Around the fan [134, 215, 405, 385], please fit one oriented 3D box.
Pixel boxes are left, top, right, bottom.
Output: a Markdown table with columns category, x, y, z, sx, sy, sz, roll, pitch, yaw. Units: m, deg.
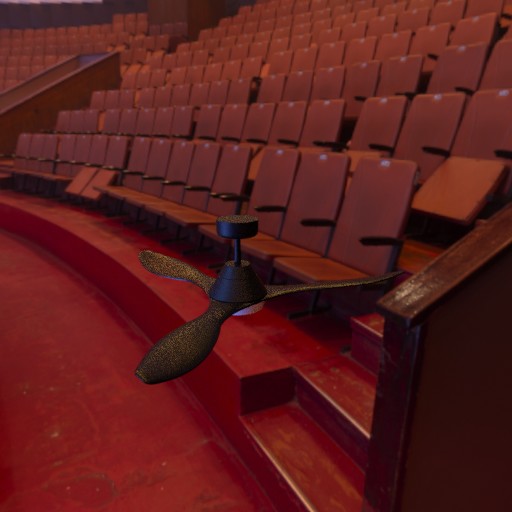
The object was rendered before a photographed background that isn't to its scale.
| category | x | y | z | sx | sy | sz | roll | pitch | yaw |
| --- | --- | --- | --- | --- | --- | --- | --- | --- | --- |
| fan | 0.000 | 0.000 | 1.585 | 1.067 | 0.305 | 1.067 | -7 | 17 | -25 |
